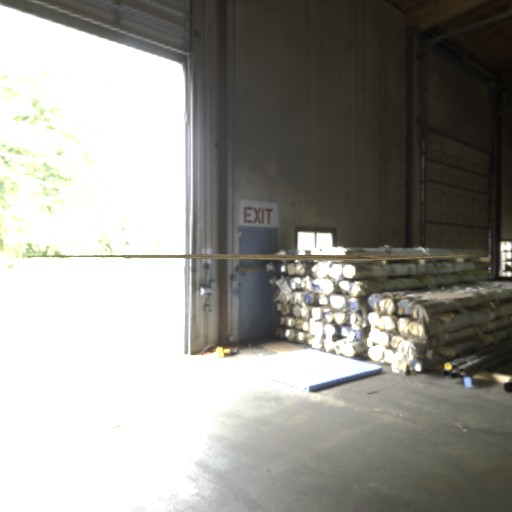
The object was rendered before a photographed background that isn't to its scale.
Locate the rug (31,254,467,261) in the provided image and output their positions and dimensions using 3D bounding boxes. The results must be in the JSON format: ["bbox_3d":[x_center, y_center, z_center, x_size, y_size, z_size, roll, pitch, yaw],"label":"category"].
[{"bbox_3d":[0.000,0.000,3.822,2.977,0.008,2.380,0,1,35],"label":"rug"}]
